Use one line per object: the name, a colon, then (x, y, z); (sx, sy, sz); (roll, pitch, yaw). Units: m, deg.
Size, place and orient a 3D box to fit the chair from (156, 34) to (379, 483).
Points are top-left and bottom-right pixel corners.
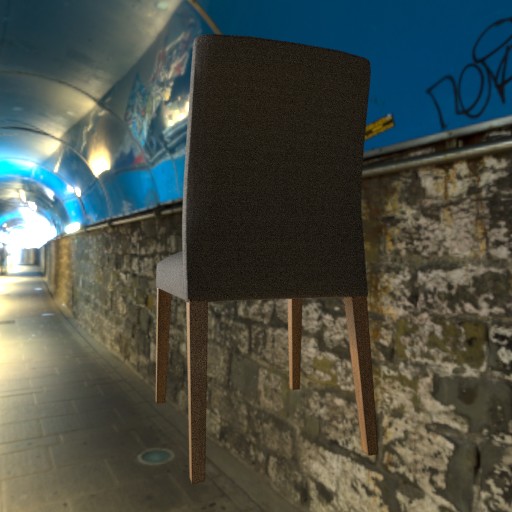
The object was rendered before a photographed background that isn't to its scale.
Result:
chair: (0.000, 0.000, 1.232); (0.496, 0.940, 0.585); (0, 0, -18)
